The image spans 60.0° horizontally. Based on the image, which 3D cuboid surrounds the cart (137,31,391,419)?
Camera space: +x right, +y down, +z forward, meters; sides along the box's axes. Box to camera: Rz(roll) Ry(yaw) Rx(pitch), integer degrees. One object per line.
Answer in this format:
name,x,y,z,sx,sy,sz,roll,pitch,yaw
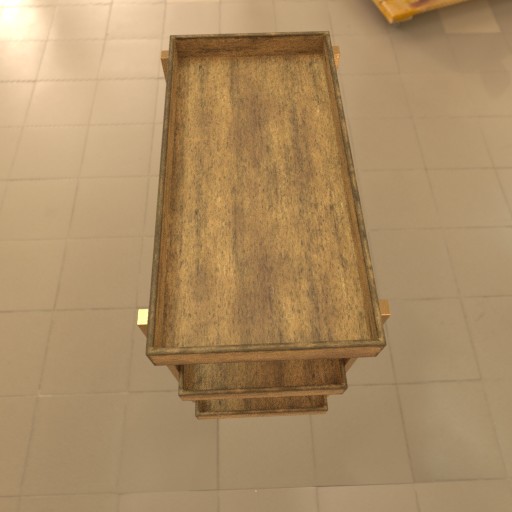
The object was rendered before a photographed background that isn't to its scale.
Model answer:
cart,0.000,0.000,1.206,0.416,0.799,0.750,-2,62,-1
